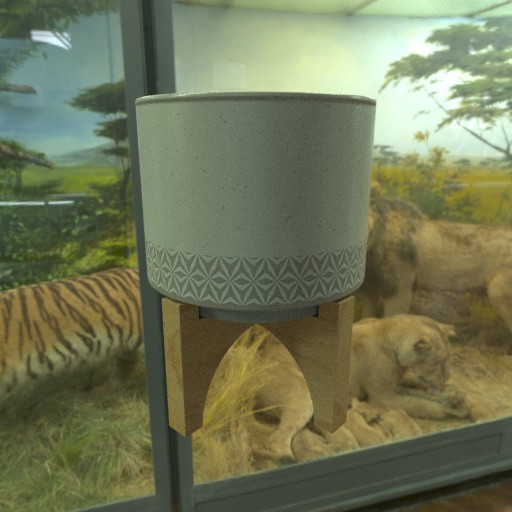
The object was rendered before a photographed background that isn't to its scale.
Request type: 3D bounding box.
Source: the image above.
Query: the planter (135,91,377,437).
[{"bbox_3d":[0.000,0.000,0.270,0.130,0.178,0.130,0,16,0],"label":"planter"}]
